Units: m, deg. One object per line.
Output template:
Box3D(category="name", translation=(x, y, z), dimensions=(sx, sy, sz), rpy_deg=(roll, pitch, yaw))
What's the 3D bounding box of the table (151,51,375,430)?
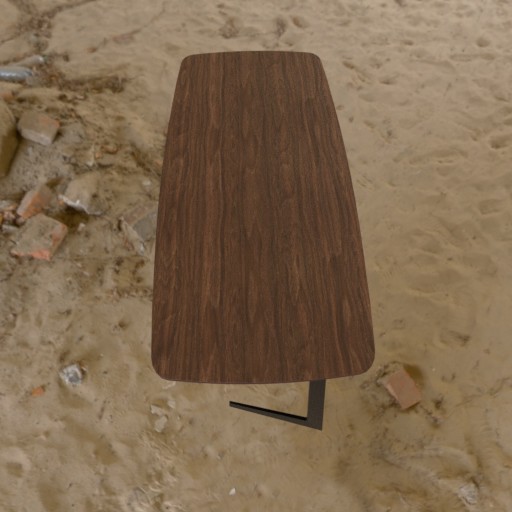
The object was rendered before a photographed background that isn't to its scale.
Box3D(category="table", translation=(0.000, 0.000, 1.089), dimensions=(0.361, 0.576, 0.804), rpy_deg=(-1, 57, -1))
